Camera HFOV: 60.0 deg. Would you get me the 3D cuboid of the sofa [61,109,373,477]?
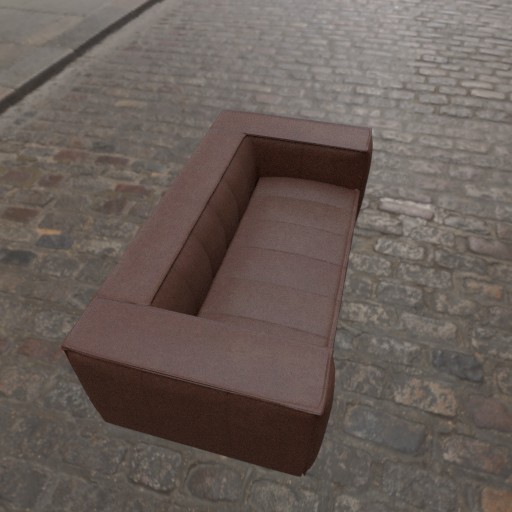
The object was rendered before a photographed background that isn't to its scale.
[{"bbox_3d":[0.000,0.000,2.556,1.102,0.703,2.088,11,46,11],"label":"sofa"}]
